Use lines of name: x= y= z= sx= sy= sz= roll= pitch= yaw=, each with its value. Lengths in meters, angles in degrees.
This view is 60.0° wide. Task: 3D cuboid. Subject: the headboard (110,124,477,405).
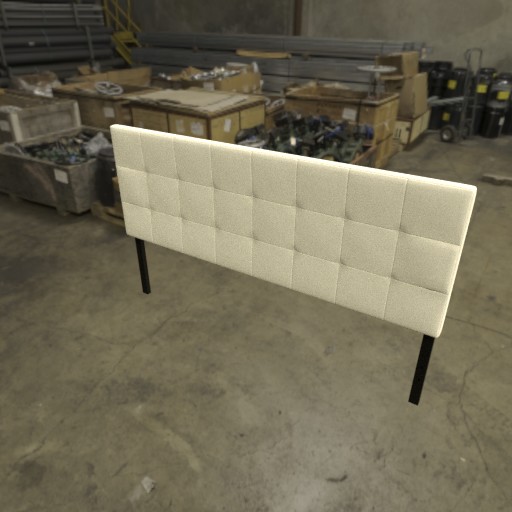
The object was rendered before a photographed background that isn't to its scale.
headboard: x=0.000 y=0.000 z=2.881 sx=2.362 sy=1.410 sz=0.120 roll=17 pitch=33 yaw=28
